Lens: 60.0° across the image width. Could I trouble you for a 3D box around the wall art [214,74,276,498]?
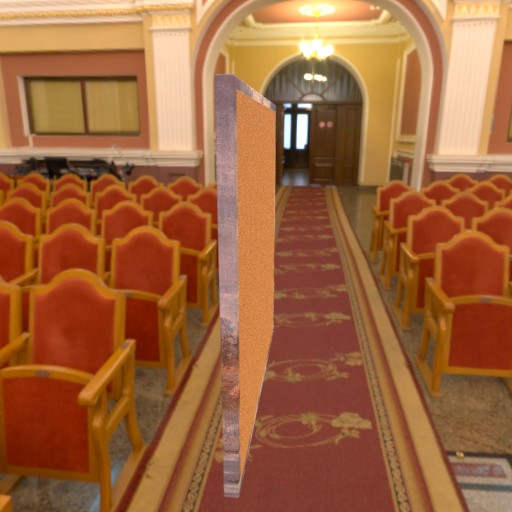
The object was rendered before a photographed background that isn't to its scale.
[{"bbox_3d":[0.000,0.000,1.492,0.040,1.020,1.010,2,16,7],"label":"wall art"}]
